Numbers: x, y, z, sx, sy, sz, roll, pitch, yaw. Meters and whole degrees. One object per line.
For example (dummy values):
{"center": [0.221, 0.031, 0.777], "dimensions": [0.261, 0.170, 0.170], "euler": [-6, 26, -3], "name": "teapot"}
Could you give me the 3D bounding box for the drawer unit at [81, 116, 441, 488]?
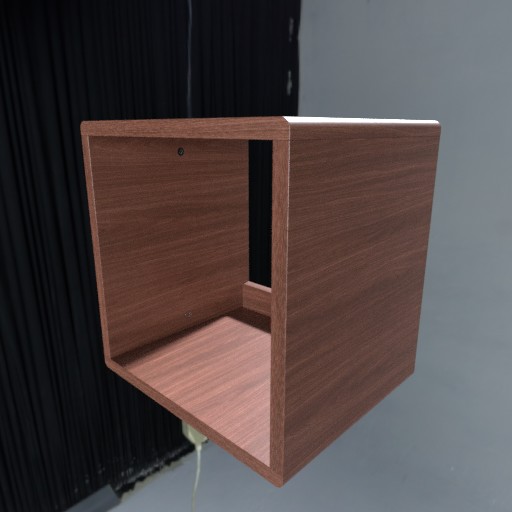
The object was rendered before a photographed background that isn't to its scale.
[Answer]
{"center": [0.000, 0.000, 0.603], "dimensions": [0.349, 0.351, 0.290], "euler": [15, 22, 42], "name": "drawer unit"}
